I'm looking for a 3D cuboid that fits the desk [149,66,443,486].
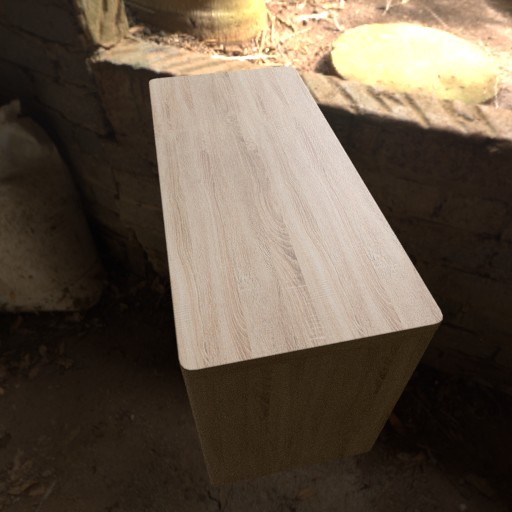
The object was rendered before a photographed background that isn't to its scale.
[{"bbox_3d":[0.000,0.000,1.548,0.550,0.760,1.200,-9,48,-8],"label":"desk"}]
